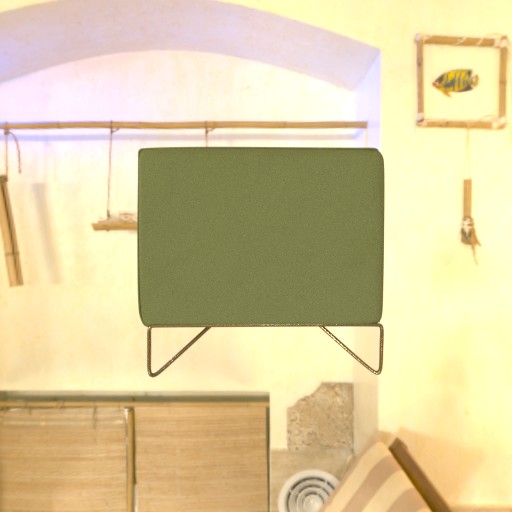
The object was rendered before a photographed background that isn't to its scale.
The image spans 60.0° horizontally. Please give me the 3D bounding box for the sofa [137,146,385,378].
[{"bbox_3d":[0.000,0.000,2.522,0.867,0.789,2.087,0,1,-1],"label":"sofa"}]
